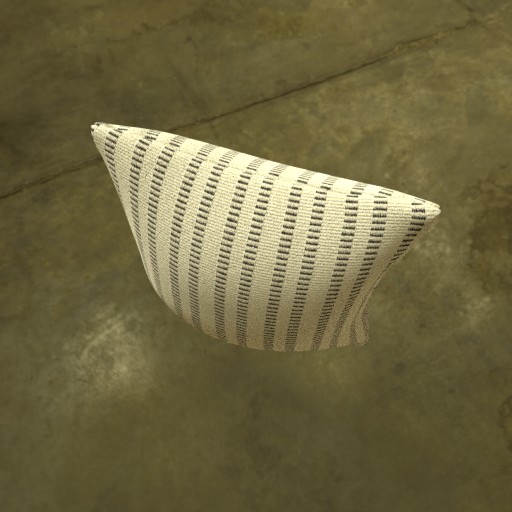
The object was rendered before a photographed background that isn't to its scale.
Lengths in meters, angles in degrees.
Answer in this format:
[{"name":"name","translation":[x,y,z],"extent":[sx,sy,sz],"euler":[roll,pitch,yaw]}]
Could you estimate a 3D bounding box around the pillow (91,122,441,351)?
[{"name":"pillow","translation":[0.000,0.000,0.695],"extent":[0.438,0.419,0.247],"euler":[16,60,9]}]
